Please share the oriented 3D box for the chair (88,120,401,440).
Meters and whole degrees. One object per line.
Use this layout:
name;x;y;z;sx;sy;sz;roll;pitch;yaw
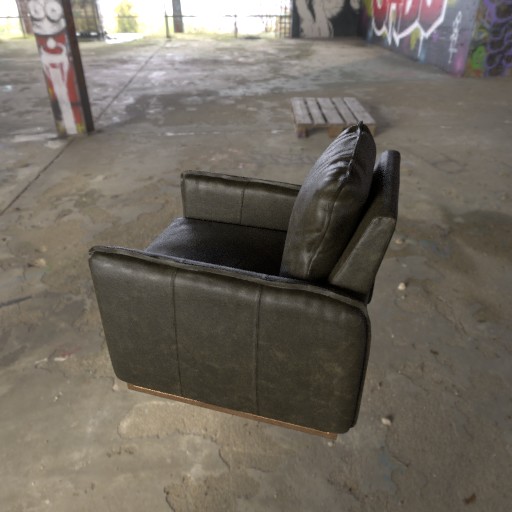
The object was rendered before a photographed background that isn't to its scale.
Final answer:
chair;0.000;0.000;1.651;0.921;0.921;0.830;9;32;14
